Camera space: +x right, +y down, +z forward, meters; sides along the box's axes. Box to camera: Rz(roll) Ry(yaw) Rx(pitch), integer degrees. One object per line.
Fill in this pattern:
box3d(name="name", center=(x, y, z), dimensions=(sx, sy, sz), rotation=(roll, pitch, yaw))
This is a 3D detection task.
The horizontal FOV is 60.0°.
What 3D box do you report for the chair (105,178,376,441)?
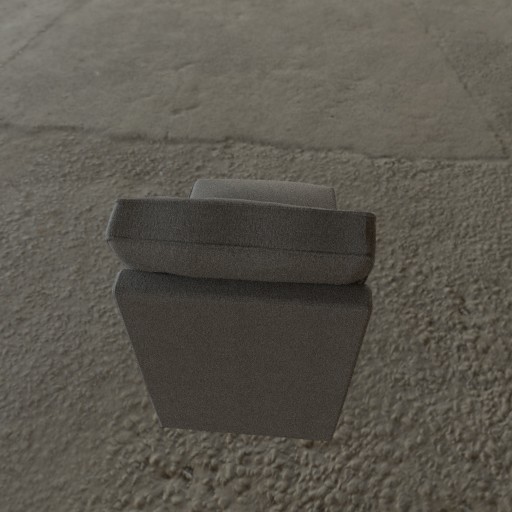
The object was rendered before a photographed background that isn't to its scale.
box3d(name="chair", center=(0.000, 0.000, 1.559), dimensions=(0.621, 0.970, 0.938), rotation=(3, 45, 3))
